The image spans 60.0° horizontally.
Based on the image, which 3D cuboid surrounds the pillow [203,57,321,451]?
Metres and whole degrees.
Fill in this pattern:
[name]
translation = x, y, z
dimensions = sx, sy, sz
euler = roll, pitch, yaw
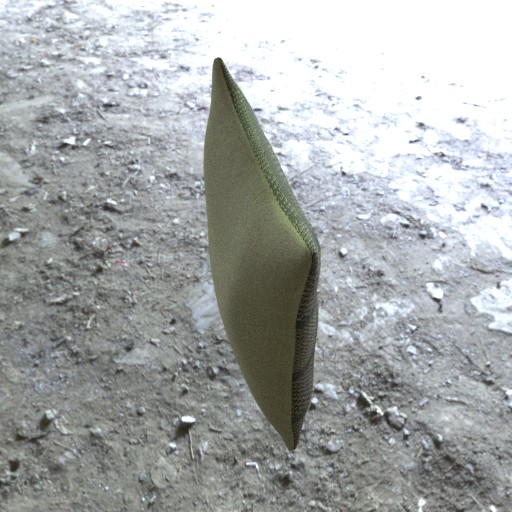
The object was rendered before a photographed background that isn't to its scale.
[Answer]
[pillow]
translation = 0.000, 0.000, 0.672
dimensions = 0.138, 0.432, 0.435
euler = -10, 47, -10
